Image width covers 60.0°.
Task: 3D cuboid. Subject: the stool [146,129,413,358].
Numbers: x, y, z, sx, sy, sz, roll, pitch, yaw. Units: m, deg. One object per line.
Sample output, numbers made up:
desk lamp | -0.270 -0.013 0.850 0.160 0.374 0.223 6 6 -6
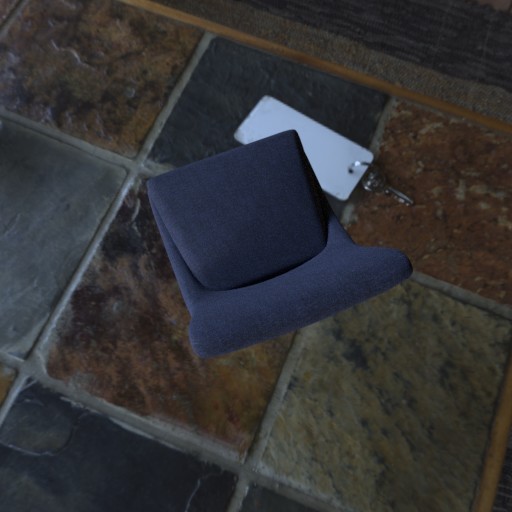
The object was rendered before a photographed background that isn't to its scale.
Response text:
stool | 0.000 0.000 1.378 0.489 1.068 0.572 -21 76 -5
